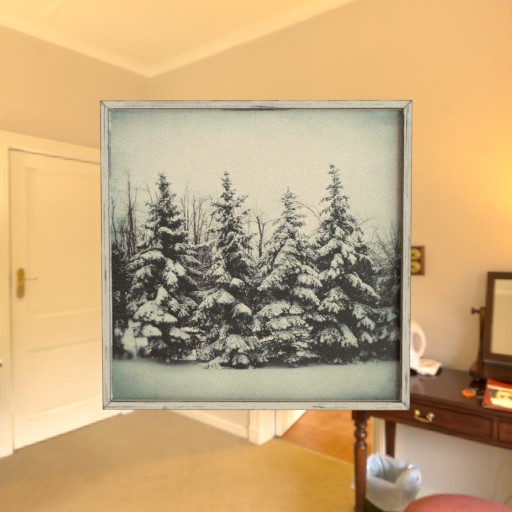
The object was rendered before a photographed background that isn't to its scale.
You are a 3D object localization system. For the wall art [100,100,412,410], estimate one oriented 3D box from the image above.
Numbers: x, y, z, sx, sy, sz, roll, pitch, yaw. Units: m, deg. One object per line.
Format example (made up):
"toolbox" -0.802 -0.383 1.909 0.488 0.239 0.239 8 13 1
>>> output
"wall art" 0.000 0.000 0.452 0.303 0.303 0.036 0 1 0
